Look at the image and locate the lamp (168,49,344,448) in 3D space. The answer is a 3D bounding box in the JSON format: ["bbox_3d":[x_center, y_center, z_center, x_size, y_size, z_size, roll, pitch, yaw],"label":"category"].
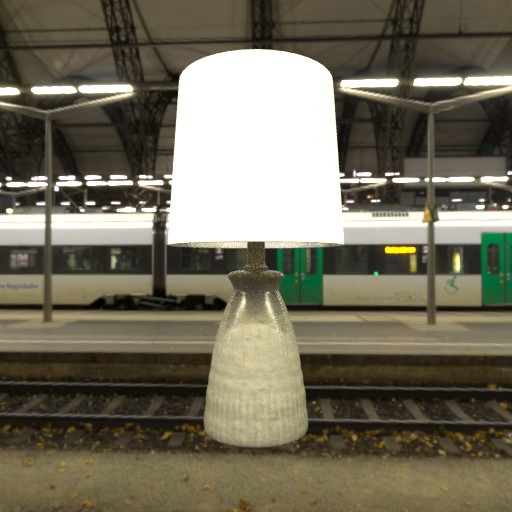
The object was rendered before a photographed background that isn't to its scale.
[{"bbox_3d":[0.000,0.000,0.478,0.186,0.369,0.186,0,-1,0],"label":"lamp"}]
